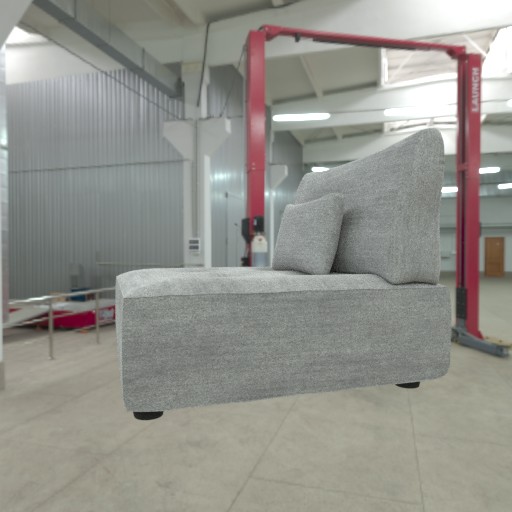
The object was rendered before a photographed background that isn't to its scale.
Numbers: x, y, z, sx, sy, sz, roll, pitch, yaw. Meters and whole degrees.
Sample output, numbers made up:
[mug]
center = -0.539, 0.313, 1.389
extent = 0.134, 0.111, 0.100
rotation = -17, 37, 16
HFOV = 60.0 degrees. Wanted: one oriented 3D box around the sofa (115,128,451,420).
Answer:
[sofa]
center = 0.000, 0.000, 1.675
extent = 1.000, 0.820, 0.930
rotation = 0, 1, -19
